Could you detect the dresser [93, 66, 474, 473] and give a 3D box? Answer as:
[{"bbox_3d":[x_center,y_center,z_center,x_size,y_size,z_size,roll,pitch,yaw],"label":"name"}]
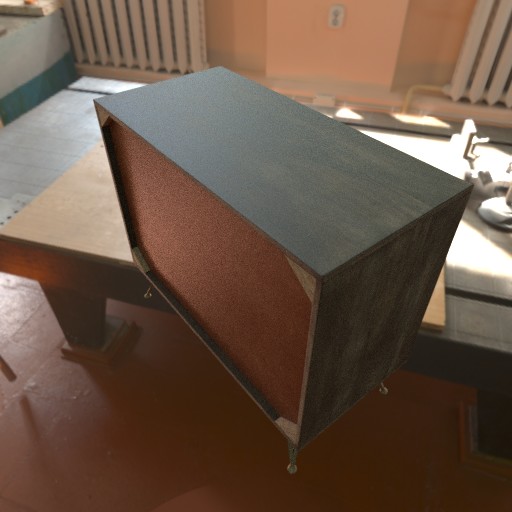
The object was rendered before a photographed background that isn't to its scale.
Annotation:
[{"bbox_3d":[0.000,0.000,1.363,0.453,0.801,0.923,-28,49,-28],"label":"dresser"}]
